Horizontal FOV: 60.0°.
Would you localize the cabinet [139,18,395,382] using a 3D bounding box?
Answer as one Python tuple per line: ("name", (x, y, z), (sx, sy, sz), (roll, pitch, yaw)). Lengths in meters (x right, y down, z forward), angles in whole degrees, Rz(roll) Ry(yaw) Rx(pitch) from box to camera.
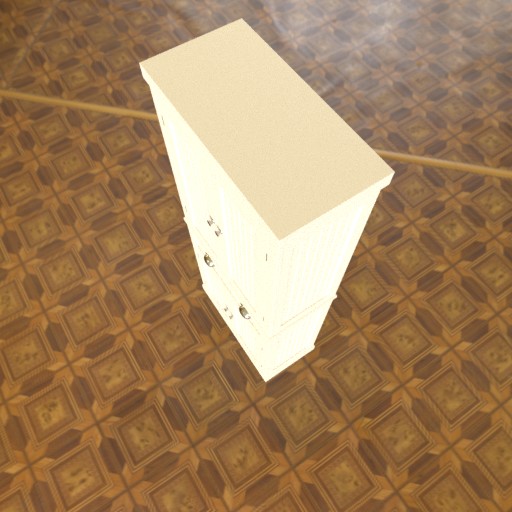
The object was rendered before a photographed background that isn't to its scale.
("cabinet", (0.000, 0.000, 2.094), (0.390, 1.829, 0.754), (-31, 67, -14))
